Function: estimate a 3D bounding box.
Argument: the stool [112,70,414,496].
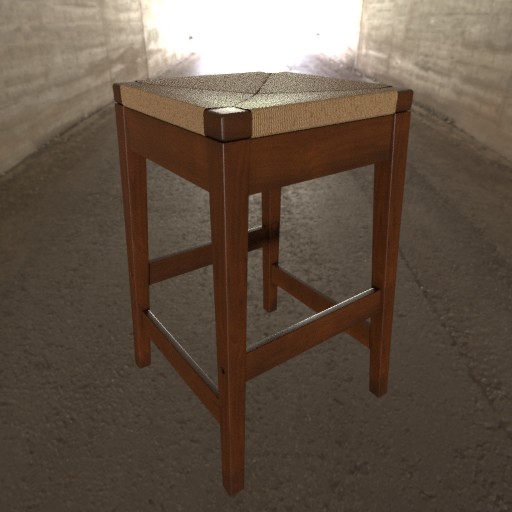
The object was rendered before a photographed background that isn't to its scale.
[{"bbox_3d":[0.000,0.000,1.051,0.497,0.762,0.507,-19,34,-31],"label":"stool"}]
